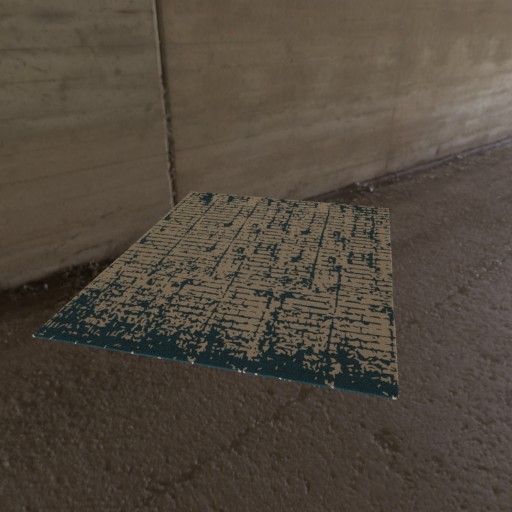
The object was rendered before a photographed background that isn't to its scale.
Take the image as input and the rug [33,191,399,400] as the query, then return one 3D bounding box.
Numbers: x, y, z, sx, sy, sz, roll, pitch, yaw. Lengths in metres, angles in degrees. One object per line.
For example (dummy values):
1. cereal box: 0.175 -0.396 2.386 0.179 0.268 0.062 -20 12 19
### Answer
1. rug: 0.000 0.000 4.073 2.416 0.014 3.017 7 28 12
